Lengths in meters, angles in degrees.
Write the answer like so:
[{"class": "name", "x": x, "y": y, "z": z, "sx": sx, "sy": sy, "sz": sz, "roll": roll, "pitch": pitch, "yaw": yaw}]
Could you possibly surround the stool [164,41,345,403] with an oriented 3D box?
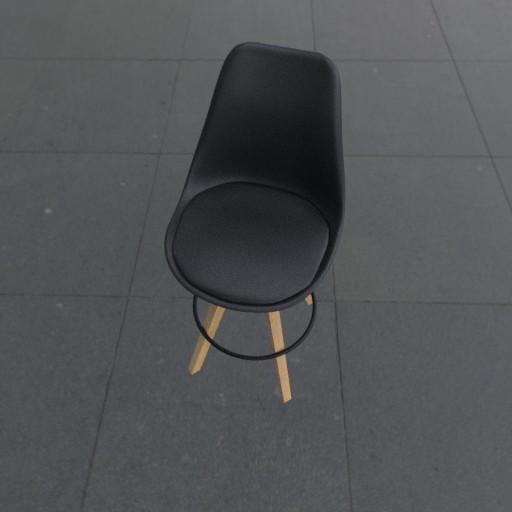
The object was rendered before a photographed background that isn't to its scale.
[{"class": "stool", "x": 0.000, "y": 0.000, "z": 1.417, "sx": 0.485, "sy": 1.115, "sz": 0.550, "roll": 14, "pitch": 57, "yaw": 9}]
